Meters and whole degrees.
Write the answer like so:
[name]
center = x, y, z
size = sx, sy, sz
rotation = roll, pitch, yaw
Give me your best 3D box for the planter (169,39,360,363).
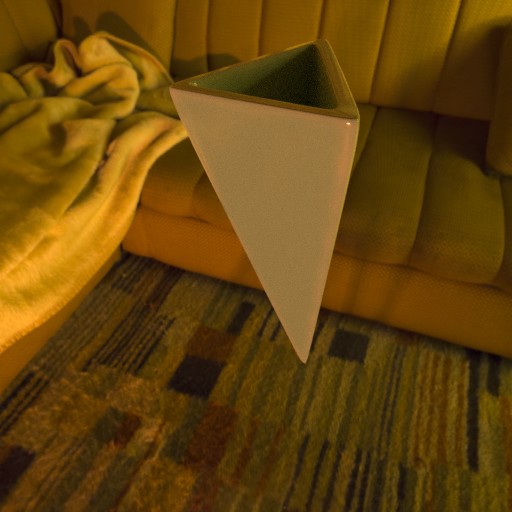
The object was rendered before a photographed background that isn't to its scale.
[planter]
center = 0.000, 0.000, 0.218
size = 0.064, 0.178, 0.080
rotation = 0, 42, 0
